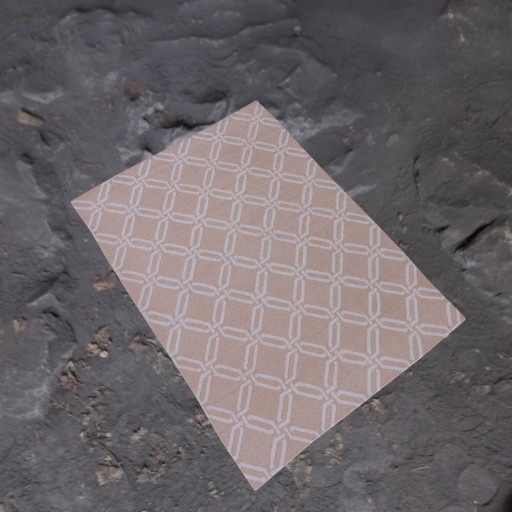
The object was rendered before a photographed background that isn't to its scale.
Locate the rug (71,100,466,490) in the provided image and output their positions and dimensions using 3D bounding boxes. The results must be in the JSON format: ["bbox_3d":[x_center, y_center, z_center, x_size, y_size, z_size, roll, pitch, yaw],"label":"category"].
[{"bbox_3d":[0.000,0.000,4.405,2.452,0.020,3.365,-33,69,-15],"label":"rug"}]
